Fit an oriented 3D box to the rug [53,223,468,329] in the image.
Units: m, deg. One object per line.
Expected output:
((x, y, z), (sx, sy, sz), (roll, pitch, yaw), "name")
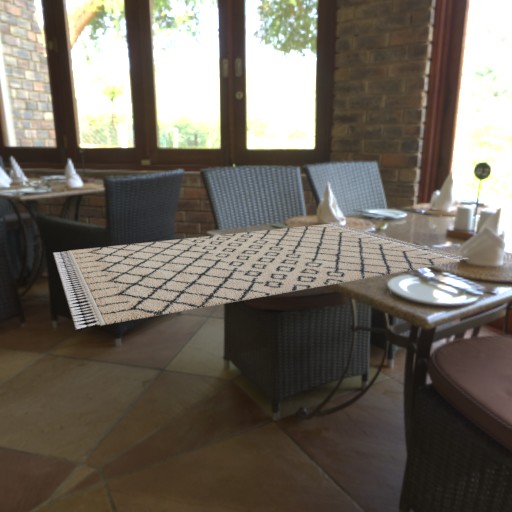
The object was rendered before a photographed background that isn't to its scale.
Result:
((0.000, 0.000, 2.474), (2.006, 0.008, 1.196), (-7, 16, -26), "rug")
